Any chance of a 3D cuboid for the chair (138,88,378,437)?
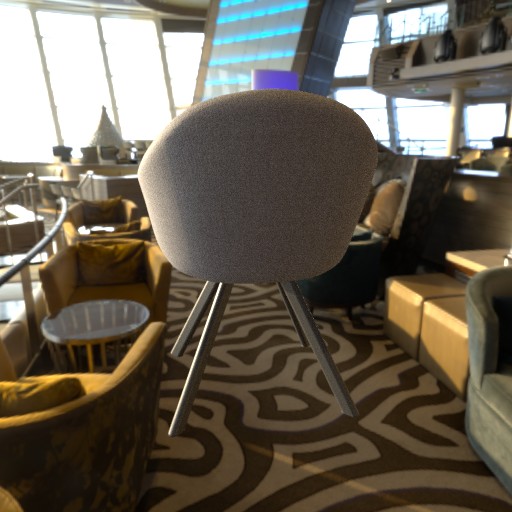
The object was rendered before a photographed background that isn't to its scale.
[{"bbox_3d":[0.000,0.000,1.188,0.590,0.795,0.550,-2,15,-9],"label":"chair"}]
